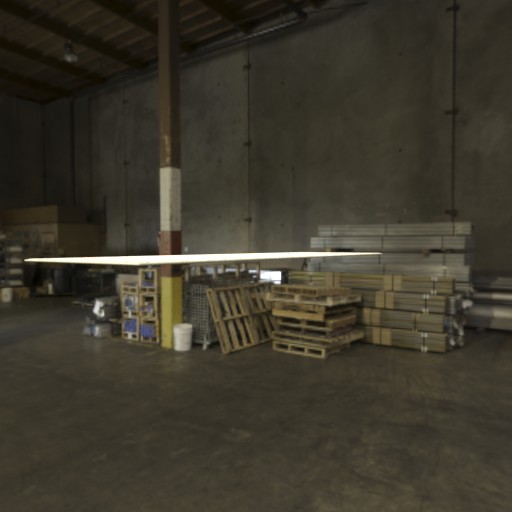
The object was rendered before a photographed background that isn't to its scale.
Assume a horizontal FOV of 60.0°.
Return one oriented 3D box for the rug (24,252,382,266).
[{"bbox_3d":[0.000,0.000,2.426,0.662,0.011,2.196,1,2,35],"label":"rug"}]
